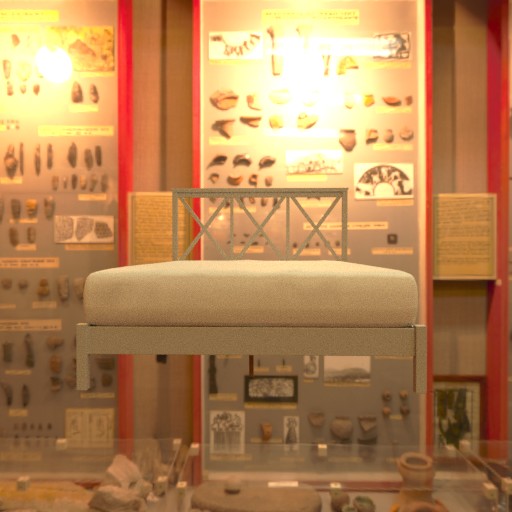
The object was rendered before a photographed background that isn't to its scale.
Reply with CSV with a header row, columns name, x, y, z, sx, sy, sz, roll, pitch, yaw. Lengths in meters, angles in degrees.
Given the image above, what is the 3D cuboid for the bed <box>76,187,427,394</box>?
name,x,y,z,sx,sy,sz,roll,pitch,yaw
bed,0.000,0.000,3.138,1.673,1.253,2.135,0,1,2
